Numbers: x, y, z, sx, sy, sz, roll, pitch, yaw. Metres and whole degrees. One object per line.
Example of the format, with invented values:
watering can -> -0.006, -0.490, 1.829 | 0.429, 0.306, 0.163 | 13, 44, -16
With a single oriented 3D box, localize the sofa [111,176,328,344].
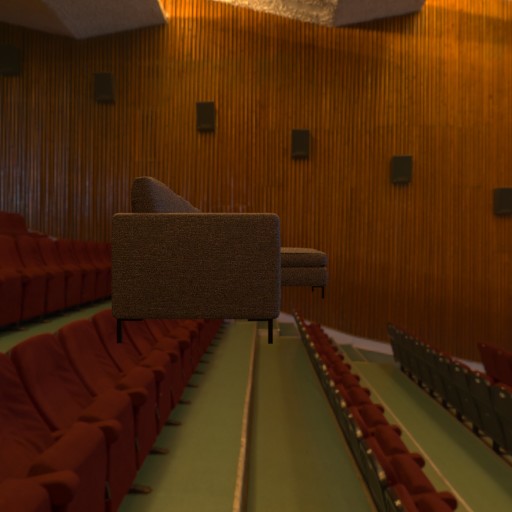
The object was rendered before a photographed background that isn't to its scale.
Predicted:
sofa -> 0.000, 0.000, 3.847 | 1.483, 0.892, 3.221 | 0, 0, 0
